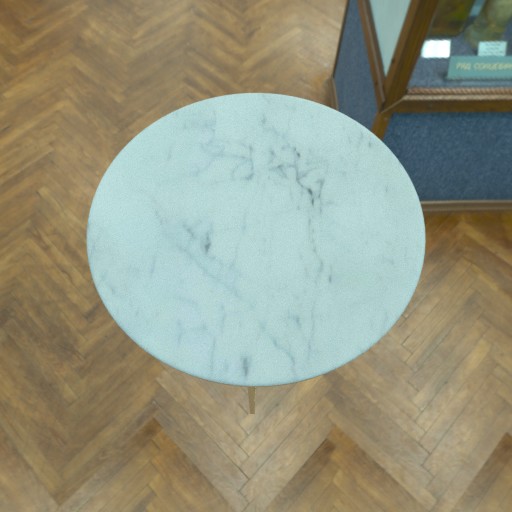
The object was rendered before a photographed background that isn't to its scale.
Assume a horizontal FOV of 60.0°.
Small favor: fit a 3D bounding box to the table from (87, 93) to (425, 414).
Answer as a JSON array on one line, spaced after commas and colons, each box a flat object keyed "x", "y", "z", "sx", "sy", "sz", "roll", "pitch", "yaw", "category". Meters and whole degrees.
[{"x": 0.000, "y": 0.000, "z": 1.257, "sx": 0.800, "sy": 0.450, "sz": 0.800, "roll": 0, "pitch": 63, "yaw": 0, "category": "table"}]
